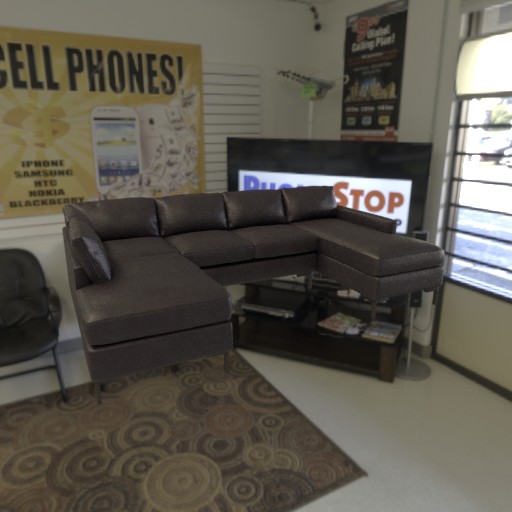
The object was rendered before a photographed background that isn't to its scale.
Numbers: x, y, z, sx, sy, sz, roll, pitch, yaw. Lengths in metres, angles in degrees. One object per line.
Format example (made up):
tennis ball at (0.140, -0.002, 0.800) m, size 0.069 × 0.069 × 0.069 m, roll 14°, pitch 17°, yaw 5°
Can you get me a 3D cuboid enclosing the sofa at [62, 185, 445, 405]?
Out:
sofa at (0.000, 0.000, 3.793) m, size 2.956 × 0.900 × 1.939 m, roll -8°, pitch 18°, yaw -25°
